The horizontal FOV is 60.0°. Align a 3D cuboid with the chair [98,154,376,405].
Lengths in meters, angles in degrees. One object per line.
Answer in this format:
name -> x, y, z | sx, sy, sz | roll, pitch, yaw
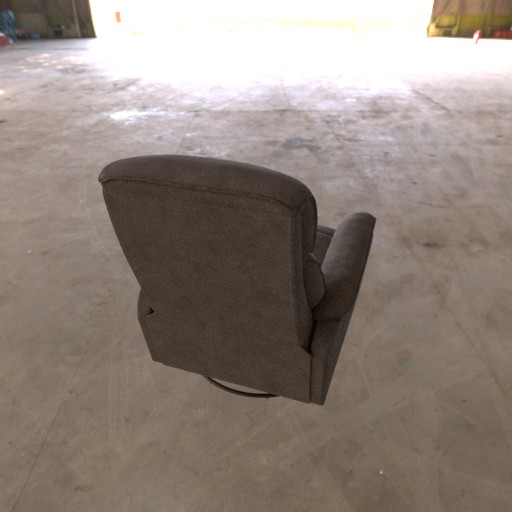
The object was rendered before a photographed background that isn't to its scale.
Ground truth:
chair -> 0.000, 0.000, 1.734 | 0.830, 1.036, 1.009 | 10, 32, 16
